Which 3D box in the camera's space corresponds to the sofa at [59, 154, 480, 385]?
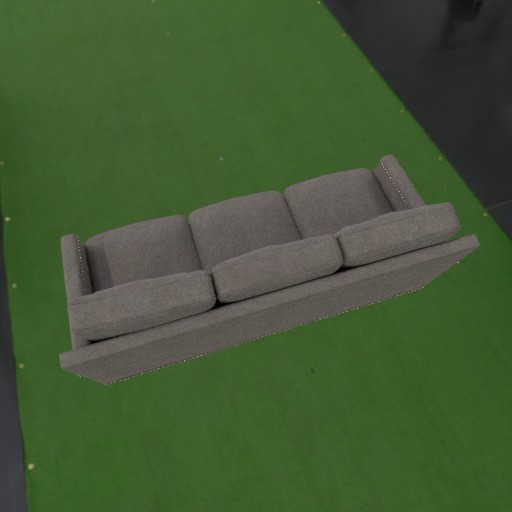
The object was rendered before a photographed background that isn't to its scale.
[{"bbox_3d":[0.000,0.000,2.765,2.226,1.042,1.034,-15,60,-9],"label":"sofa"}]
